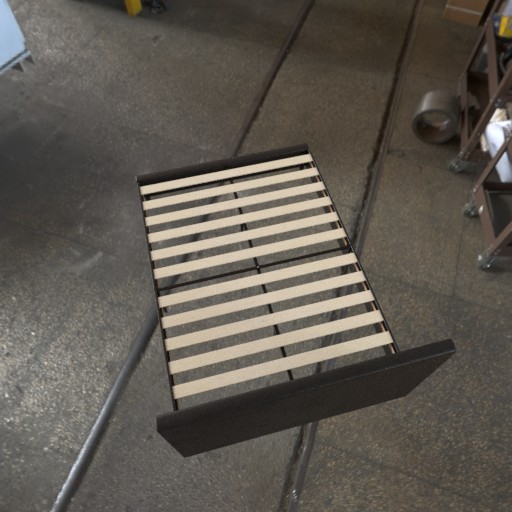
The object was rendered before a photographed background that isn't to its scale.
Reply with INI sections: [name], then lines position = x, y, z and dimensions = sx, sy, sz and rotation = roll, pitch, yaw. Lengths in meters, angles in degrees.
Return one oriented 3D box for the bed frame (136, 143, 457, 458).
[bed frame]
position = 0.000, 0.000, 3.035
dimensions = 1.469, 1.046, 2.152
rotation = -13, 59, -8
